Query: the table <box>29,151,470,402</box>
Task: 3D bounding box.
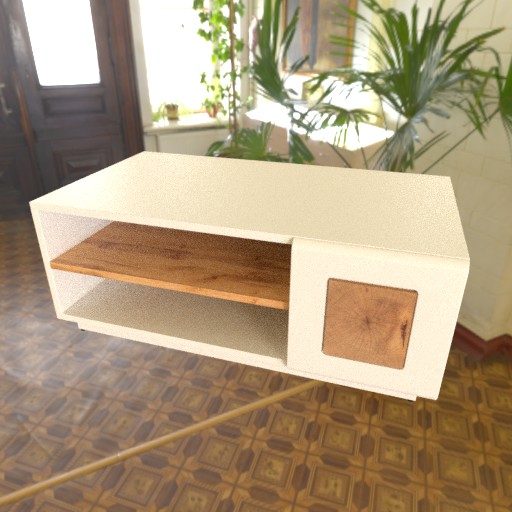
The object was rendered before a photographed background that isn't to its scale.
[{"bbox_3d":[0.000,0.000,1.395,1.097,0.442,0.639,8,28,16],"label":"table"}]
